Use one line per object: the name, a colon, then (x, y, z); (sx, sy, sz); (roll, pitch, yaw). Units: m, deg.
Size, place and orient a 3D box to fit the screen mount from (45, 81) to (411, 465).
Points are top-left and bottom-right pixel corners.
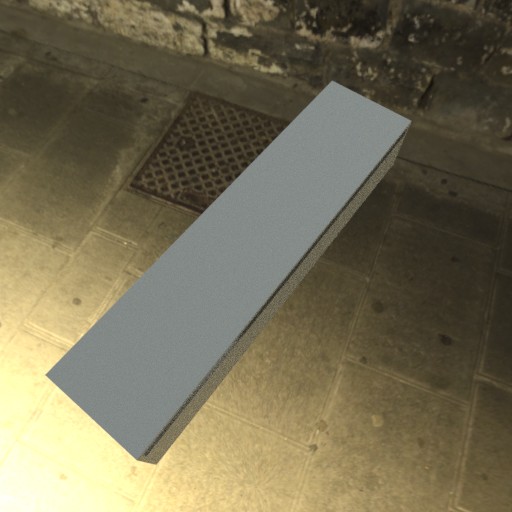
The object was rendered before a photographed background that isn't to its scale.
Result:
screen mount: (0.000, 0.000, 1.819); (0.399, 0.432, 1.644); (34, 67, 16)
